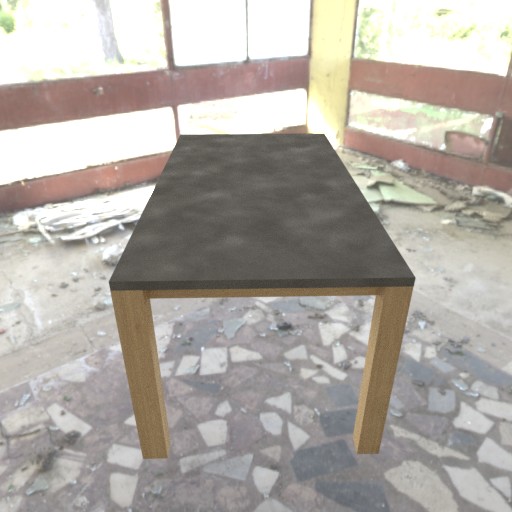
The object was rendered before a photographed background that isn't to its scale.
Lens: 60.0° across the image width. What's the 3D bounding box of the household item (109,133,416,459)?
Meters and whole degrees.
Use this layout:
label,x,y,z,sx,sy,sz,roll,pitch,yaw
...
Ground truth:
label,x,y,z,sx,sy,sz,roll,pitch,yaw
household item,0.000,0.000,2.108,0.850,0.755,1.600,-1,29,-1
